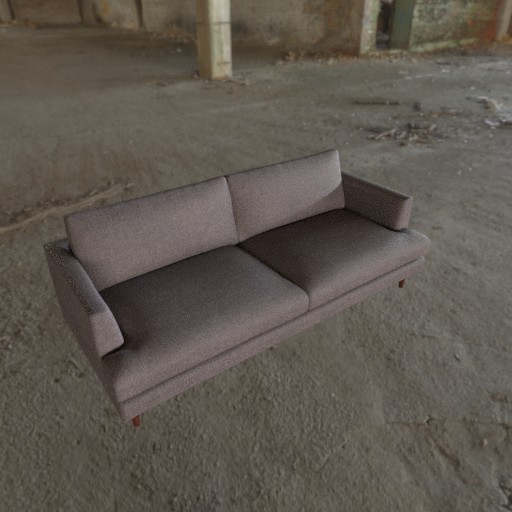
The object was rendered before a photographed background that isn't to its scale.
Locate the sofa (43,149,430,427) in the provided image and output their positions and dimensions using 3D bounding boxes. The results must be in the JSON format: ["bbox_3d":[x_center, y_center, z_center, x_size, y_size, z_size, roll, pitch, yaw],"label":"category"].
[{"bbox_3d":[0.000,0.000,2.808,2.250,0.868,1.020,-20,36,-31],"label":"sofa"}]
